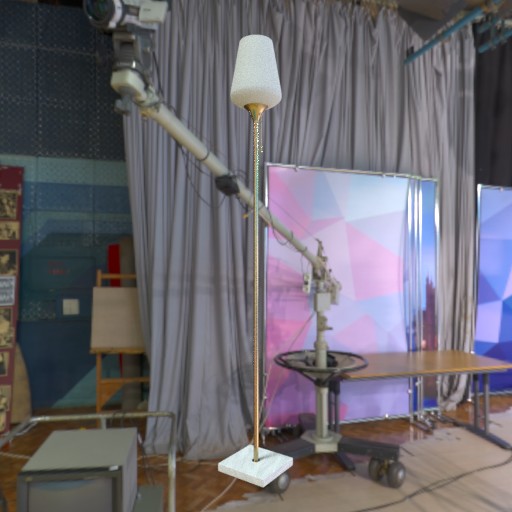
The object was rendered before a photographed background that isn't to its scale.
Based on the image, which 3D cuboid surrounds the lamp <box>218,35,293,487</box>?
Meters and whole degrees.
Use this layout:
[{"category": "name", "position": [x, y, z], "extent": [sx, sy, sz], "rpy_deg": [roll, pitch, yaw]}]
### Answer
[{"category": "lamp", "position": [0.000, 0.000, 1.890], "extent": [0.232, 1.813, 0.229], "rpy_deg": [0, 0, 35]}]
